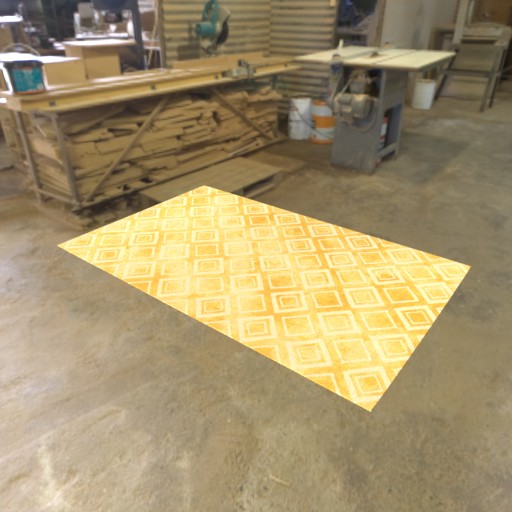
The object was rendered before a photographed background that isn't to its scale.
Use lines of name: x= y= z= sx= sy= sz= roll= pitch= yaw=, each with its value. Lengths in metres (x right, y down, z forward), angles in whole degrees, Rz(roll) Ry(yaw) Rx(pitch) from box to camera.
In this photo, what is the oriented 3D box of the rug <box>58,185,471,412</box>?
rug: x=0.000 y=0.000 z=3.046 sx=2.424 sy=0.010 sz=1.511 roll=21 pitch=36 yaw=32
